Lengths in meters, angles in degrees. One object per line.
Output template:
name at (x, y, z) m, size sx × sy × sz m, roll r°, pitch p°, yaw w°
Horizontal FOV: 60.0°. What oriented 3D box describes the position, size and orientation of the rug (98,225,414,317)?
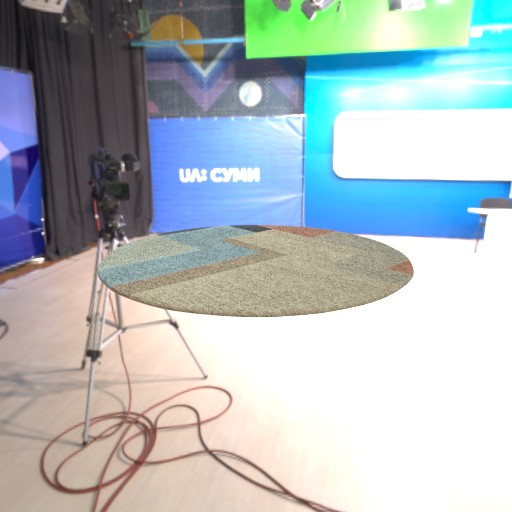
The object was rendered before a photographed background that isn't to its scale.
rug at (0.000, 0.000, 3.641) m, size 2.461 × 0.033 × 2.461 m, roll 0°, pitch 16°, yaw 0°
